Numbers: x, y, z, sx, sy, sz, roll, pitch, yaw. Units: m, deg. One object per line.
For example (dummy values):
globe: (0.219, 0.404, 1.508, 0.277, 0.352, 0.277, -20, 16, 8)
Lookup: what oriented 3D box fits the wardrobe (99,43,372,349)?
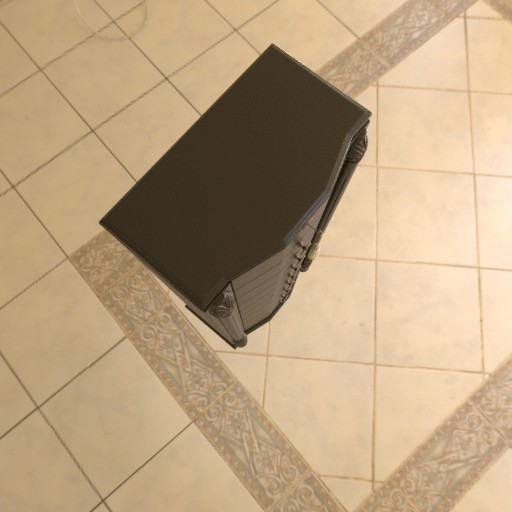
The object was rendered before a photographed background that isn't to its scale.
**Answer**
wardrobe: (0.000, 0.000, 1.188, 0.295, 1.011, 0.444, 39, 79, 9)
